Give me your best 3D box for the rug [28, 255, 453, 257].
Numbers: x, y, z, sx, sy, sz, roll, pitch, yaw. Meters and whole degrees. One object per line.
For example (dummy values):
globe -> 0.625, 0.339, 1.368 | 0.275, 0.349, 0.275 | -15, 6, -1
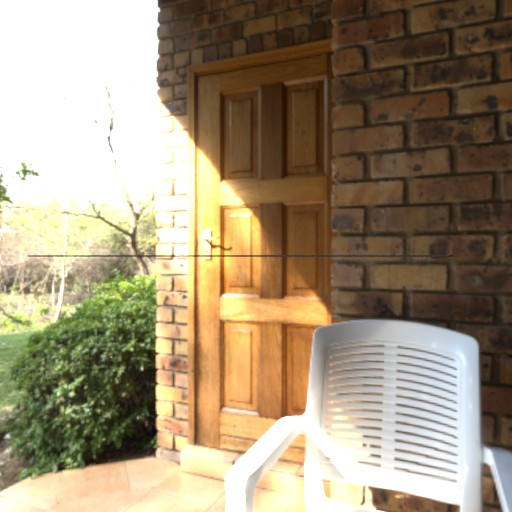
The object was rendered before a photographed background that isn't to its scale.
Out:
rug -> 0.000, 0.000, 2.950 | 2.235, 0.008, 1.600 | 0, 0, 18
